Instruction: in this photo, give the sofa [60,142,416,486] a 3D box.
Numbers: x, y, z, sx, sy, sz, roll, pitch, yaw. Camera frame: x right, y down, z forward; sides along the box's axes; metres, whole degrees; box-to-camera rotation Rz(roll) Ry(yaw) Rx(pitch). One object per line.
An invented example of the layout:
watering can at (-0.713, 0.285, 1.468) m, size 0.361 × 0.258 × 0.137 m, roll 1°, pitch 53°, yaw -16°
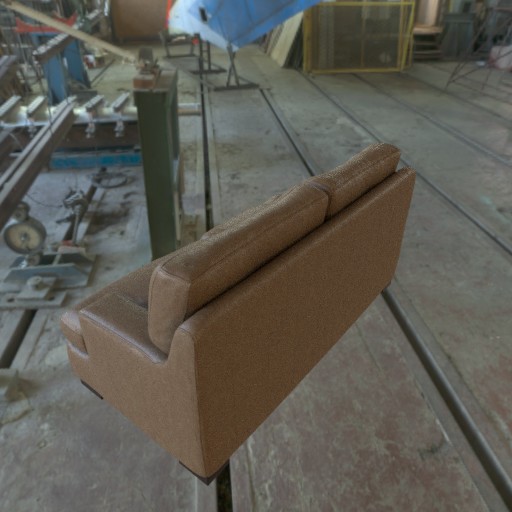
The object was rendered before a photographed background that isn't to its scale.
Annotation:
sofa at (0.000, 0.000, 2.369) m, size 0.962 × 0.980 × 1.855 m, roll 22°, pitch 38°, yaw 32°
